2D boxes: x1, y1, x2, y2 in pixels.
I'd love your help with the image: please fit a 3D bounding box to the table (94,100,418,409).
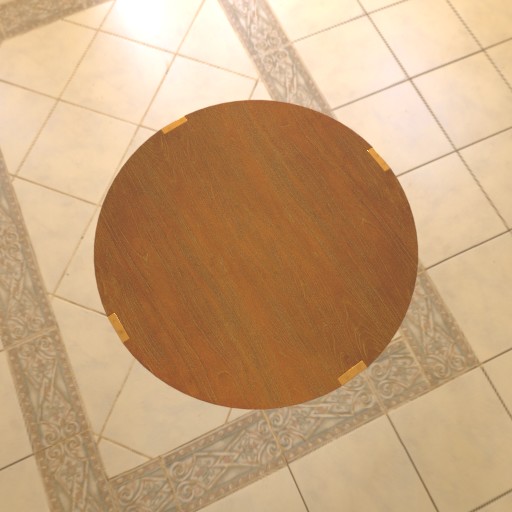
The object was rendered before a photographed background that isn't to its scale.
[{"bbox_3d":[0.000,0.000,1.716,1.100,0.420,1.100,0,74,0],"label":"table"}]
